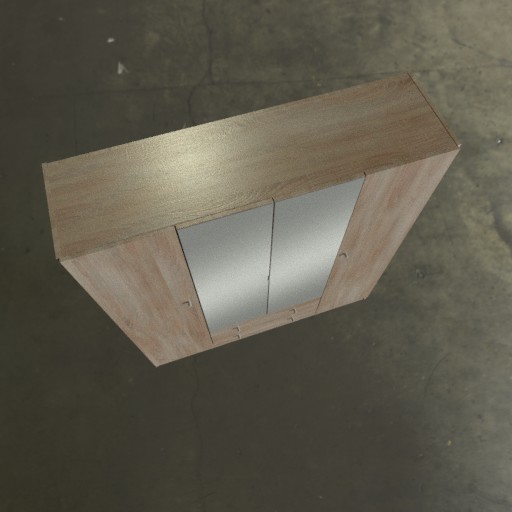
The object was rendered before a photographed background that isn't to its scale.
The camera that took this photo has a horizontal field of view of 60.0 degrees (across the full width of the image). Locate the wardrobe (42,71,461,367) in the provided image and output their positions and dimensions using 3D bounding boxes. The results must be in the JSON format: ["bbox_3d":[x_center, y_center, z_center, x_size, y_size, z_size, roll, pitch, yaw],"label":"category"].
[{"bbox_3d":[0.000,0.000,3.137,1.998,2.159,0.598,-17,65,-8],"label":"wardrobe"}]
